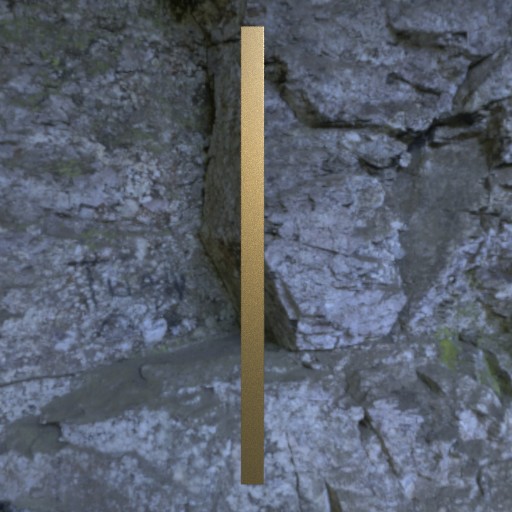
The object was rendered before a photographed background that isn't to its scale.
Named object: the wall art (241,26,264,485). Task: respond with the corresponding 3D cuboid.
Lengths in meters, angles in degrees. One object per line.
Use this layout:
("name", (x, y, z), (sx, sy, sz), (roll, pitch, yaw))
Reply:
("wall art", (0.000, 0.000, 1.042), (0.038, 0.762, 0.610), (0, 0, 1))
